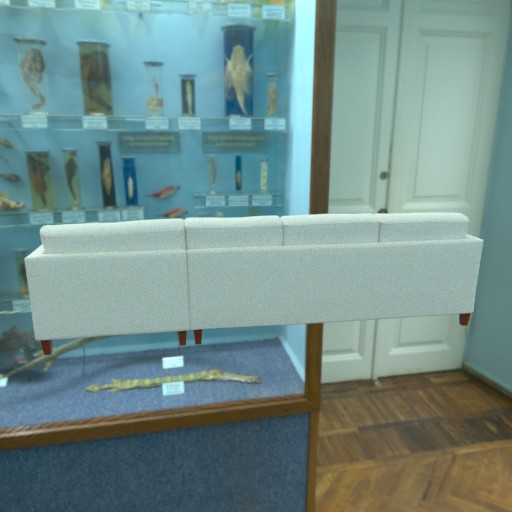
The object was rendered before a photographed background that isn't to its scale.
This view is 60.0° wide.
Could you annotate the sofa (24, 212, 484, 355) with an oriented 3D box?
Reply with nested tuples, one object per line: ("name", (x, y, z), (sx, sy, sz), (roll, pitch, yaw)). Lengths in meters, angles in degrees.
("sofa", (0.000, 0.000, 4.085), (3.471, 0.954, 1.606), (-2, 15, -9))
